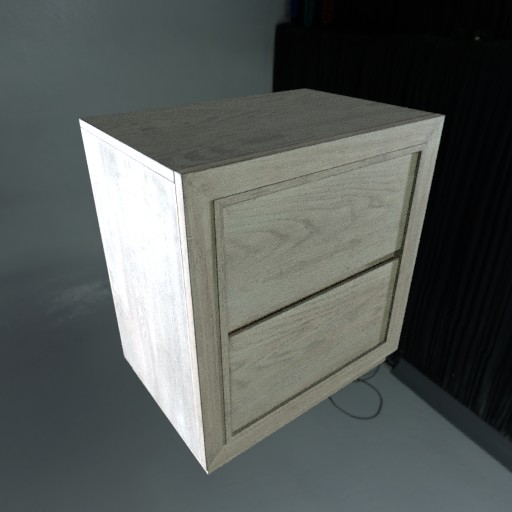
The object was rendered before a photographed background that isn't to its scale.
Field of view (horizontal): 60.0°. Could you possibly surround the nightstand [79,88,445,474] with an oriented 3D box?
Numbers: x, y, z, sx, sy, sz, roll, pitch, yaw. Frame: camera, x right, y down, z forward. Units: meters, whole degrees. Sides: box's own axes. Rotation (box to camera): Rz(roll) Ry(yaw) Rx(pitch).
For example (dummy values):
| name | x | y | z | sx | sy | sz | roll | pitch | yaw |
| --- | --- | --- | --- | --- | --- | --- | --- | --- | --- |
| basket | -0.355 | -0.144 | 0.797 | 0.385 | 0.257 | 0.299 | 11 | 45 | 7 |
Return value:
| name | x | y | z | sx | sy | sz | roll | pitch | yaw |
| --- | --- | --- | --- | --- | --- | --- | --- | --- | --- |
| nightstand | 0.000 | 0.000 | 1.081 | 0.612 | 0.673 | 0.483 | -20 | 35 | -31 |
